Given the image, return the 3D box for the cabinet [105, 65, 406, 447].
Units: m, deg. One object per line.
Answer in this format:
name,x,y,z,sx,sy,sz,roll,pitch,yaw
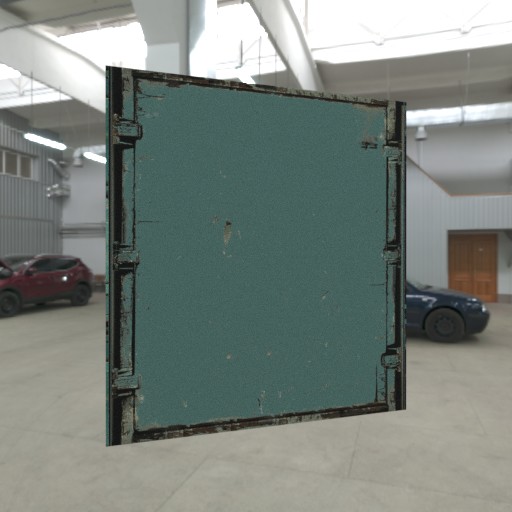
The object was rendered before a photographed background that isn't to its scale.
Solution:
cabinet,0.000,0.000,3.135,2.000,2.160,0.680,0,0,-18
